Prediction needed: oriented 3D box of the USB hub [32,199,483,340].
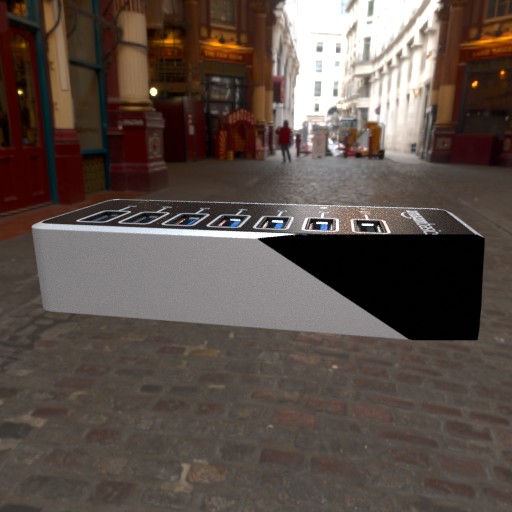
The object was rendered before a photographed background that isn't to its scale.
[{"bbox_3d":[0.000,0.000,0.125,0.110,0.023,0.044,3,16,10],"label":"USB hub"}]
